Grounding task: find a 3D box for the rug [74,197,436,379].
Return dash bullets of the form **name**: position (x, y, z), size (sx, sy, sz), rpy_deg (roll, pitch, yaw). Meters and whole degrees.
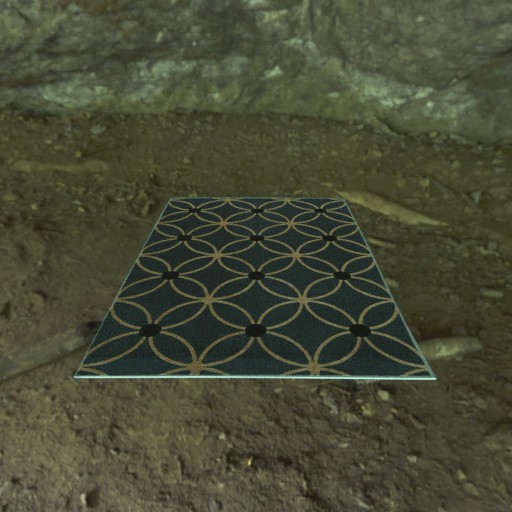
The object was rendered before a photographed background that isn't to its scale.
- **rug**: position (0.000, 0.000, 2.866), size (1.522, 0.008, 2.284), rpy_deg (0, 26, 0)
